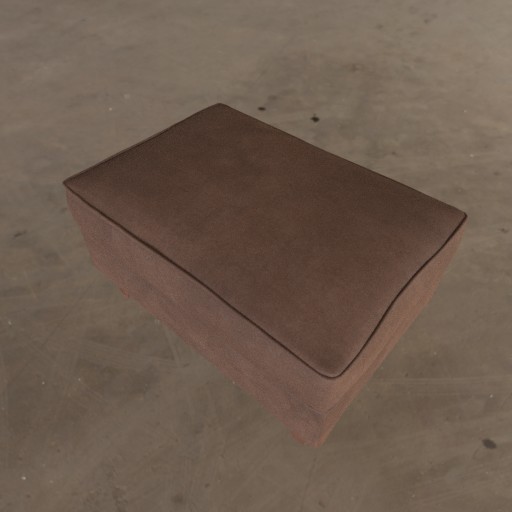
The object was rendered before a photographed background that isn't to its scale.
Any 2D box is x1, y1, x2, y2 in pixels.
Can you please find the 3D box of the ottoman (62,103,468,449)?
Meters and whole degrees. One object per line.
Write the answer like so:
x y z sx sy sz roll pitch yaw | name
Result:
0.000 0.000 1.215 0.860 0.481 0.596 32 54 27 | ottoman
